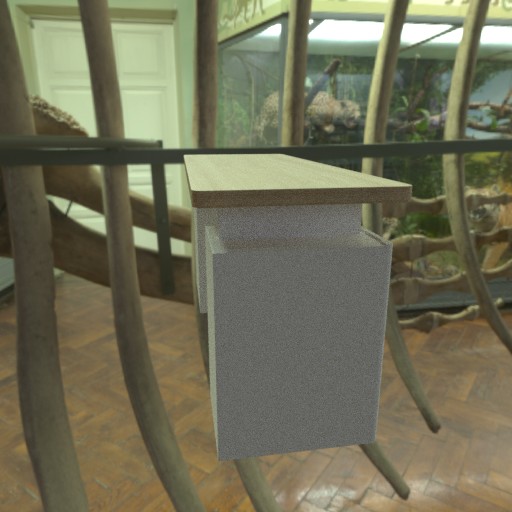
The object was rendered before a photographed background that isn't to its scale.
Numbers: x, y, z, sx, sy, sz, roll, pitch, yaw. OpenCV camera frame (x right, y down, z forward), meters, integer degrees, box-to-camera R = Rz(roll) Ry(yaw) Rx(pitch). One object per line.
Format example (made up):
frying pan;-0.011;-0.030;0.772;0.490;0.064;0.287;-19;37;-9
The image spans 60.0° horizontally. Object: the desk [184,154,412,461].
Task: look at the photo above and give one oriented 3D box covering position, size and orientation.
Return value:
desk;0.000;0.000;1.862;0.550;0.755;1.500;-3;16;-9
